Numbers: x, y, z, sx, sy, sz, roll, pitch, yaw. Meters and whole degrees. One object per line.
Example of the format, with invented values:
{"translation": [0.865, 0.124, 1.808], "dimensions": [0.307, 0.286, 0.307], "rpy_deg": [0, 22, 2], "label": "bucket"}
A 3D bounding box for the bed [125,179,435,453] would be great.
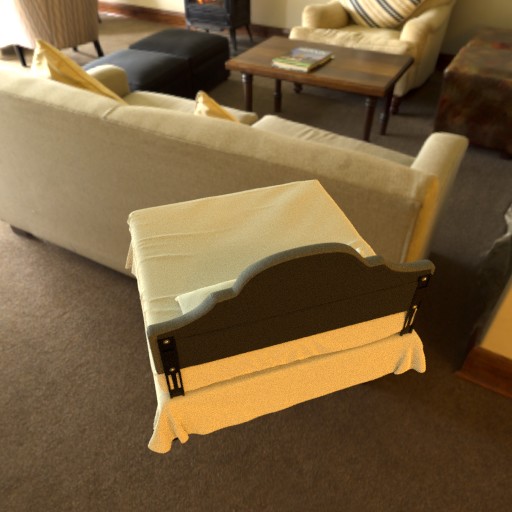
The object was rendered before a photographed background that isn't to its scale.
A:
{"translation": [0.000, 0.000, 3.789], "dimensions": [2.303, 1.631, 2.222], "rpy_deg": [-12, 42, -13], "label": "bed"}
